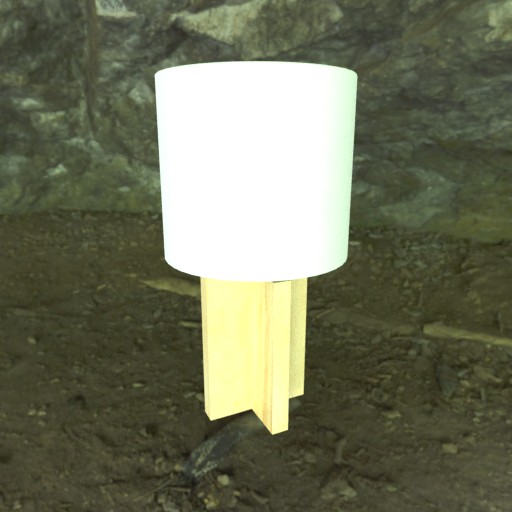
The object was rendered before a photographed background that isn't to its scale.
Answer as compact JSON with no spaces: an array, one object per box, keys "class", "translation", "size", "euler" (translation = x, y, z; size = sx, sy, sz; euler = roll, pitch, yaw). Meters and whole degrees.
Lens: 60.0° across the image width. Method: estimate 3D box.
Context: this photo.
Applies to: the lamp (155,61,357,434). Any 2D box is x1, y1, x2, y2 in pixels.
[{"class":"lamp","translation":[0.000,0.000,0.567],"size":[0.229,0.428,0.229],"euler":[-7,17,-25]}]
